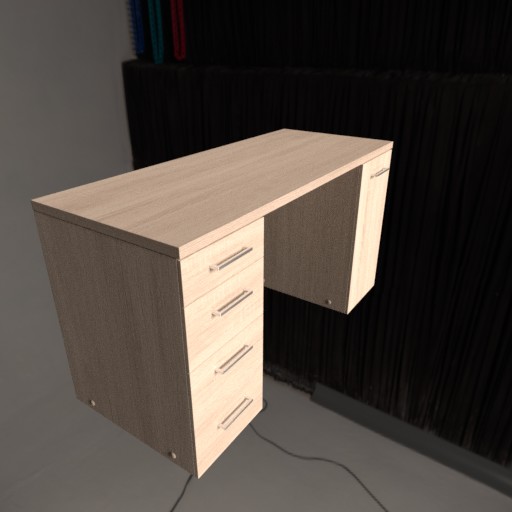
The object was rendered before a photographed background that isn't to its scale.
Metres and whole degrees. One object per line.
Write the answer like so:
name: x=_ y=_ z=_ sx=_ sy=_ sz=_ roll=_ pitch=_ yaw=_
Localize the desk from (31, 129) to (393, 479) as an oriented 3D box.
desk: x=0.000 y=0.000 z=1.777 sx=0.600 sy=0.740 sz=1.390 roll=17 pitch=30 yaw=31
